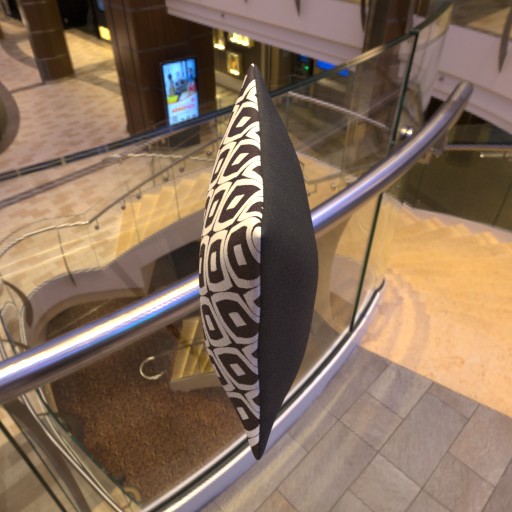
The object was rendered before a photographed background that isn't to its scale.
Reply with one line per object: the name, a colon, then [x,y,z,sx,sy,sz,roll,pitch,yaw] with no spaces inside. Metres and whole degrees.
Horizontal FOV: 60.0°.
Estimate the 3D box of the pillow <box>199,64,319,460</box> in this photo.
pillow: [0.000,0.000,0.776,0.188,0.494,0.504,-1,41,-1]
